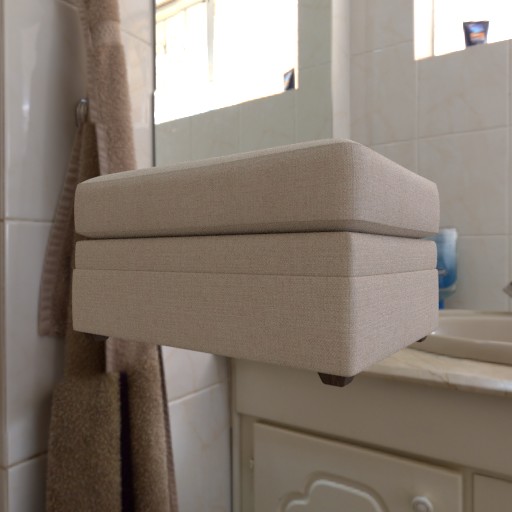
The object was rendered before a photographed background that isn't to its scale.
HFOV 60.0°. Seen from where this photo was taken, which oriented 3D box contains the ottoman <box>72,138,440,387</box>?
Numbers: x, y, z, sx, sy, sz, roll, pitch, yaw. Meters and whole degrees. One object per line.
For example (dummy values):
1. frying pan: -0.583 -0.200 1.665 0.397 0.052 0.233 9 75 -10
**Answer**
1. ottoman: 0.000 0.000 1.255 0.885 0.478 0.637 0 0 35
